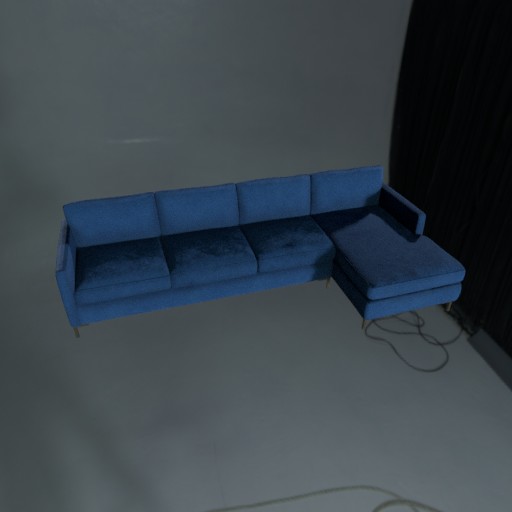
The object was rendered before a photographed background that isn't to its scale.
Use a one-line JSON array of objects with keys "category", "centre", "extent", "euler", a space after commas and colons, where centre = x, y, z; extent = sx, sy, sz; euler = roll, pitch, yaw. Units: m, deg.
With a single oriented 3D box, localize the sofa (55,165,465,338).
[{"category": "sofa", "centre": [0.000, 0.000, 3.496], "extent": [2.932, 0.810, 1.350], "euler": [-9, 34, -14]}]
